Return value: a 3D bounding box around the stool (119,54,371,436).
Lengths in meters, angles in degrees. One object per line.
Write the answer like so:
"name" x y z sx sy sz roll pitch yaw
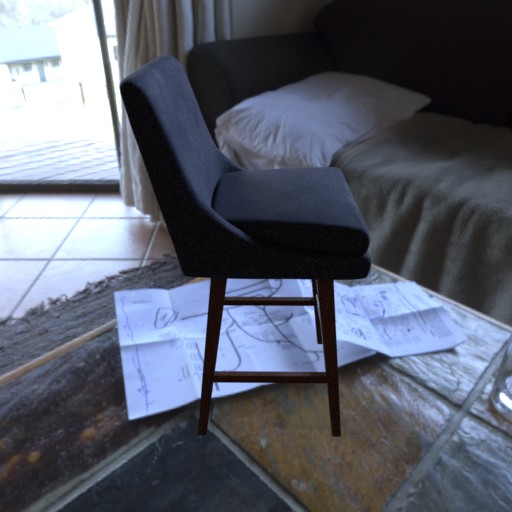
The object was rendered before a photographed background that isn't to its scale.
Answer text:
"stool" 0.000 0.000 1.329 0.572 1.068 0.489 0 31 0
